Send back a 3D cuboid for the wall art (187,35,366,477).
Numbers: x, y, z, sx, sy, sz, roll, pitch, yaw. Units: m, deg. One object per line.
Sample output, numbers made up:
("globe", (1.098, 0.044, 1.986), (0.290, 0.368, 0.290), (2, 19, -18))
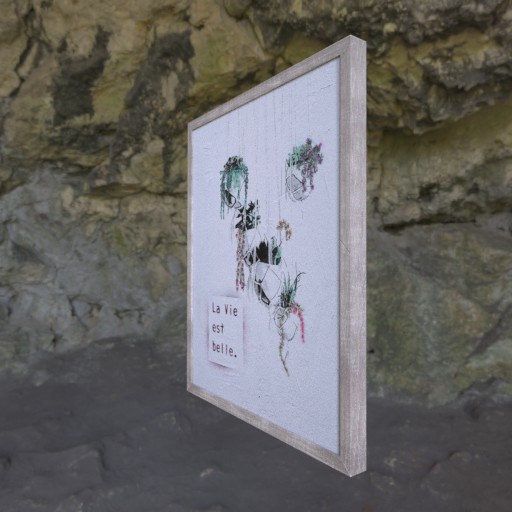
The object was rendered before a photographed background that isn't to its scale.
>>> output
("wall art", (0.000, 0.000, 0.702), (0.032, 0.521, 0.421), (0, 0, -36))
